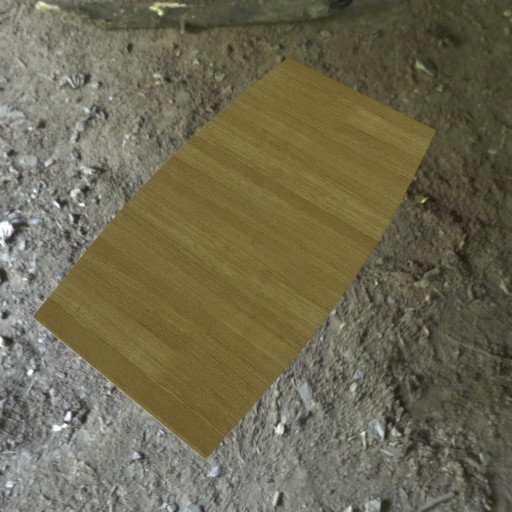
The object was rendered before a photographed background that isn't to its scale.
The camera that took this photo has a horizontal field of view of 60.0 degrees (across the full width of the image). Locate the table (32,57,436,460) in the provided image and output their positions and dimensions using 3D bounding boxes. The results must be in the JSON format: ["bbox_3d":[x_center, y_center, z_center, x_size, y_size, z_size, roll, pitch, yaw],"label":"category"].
[{"bbox_3d":[0.000,0.000,2.065,0.900,0.748,1.598,33,68,15],"label":"table"}]
